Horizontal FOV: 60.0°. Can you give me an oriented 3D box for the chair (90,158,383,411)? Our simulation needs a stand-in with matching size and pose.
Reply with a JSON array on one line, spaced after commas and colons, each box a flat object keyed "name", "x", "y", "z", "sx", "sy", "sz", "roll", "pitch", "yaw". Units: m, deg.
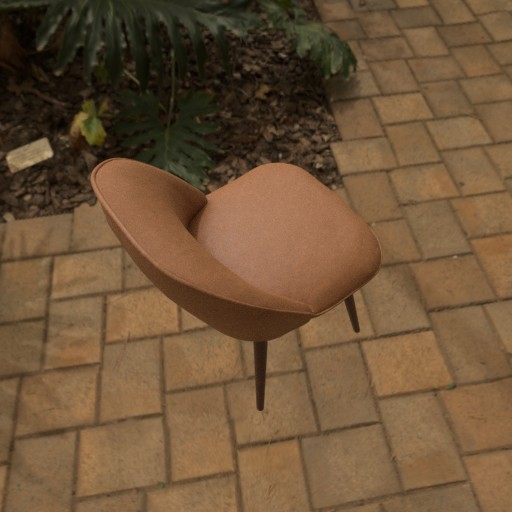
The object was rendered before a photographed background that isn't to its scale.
[{"name": "chair", "x": 0.000, "y": 0.000, "z": 1.223, "sx": 0.631, "sy": 0.831, "sz": 0.521, "roll": -33, "pitch": 63, "yaw": -19}]
